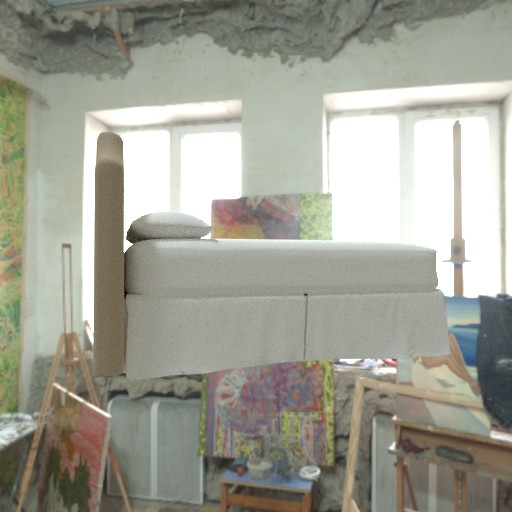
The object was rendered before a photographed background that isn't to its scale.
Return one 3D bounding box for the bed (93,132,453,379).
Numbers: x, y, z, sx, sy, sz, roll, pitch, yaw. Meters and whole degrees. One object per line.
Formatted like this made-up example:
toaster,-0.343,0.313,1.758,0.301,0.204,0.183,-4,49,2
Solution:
bed,0.000,0.000,3.318,2.204,1.301,1.828,0,-1,-18
